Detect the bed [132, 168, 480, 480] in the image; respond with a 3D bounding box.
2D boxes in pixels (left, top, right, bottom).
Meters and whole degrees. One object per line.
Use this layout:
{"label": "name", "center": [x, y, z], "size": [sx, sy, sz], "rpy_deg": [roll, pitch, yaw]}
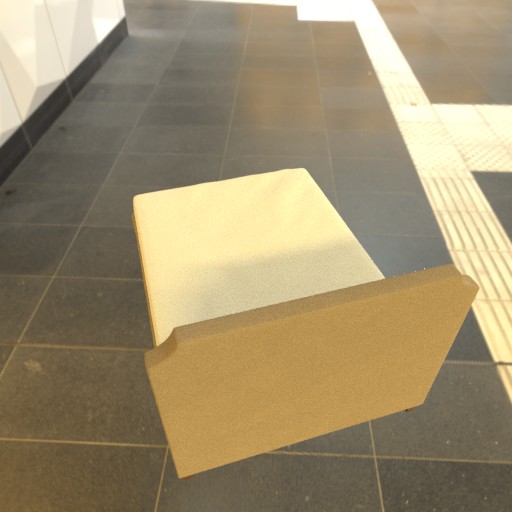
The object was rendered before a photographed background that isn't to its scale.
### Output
{"label": "bed", "center": [0.000, 0.000, 3.285], "size": [1.703, 1.415, 2.329], "rpy_deg": [-12, 44, -12]}
